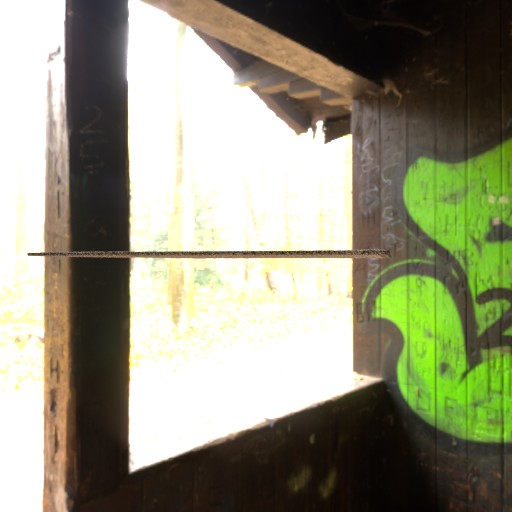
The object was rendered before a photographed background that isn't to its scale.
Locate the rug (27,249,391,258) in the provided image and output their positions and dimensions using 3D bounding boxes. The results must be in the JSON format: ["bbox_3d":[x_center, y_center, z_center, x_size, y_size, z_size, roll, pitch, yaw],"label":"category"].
[{"bbox_3d":[0.000,0.000,4.189,2.438,0.029,3.047,0,-1,17],"label":"rug"}]
